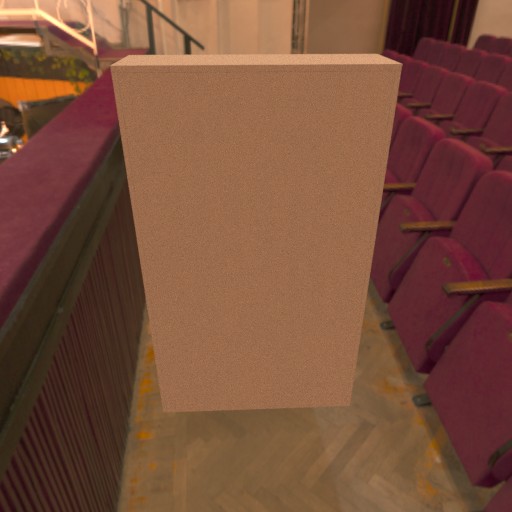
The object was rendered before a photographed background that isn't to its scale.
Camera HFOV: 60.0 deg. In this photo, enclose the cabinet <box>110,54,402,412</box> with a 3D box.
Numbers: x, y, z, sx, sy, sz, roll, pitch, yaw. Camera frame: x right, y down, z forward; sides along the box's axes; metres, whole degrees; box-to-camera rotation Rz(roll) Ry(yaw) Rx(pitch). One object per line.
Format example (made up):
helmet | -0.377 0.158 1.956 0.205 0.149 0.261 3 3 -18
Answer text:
cabinet | 0.000 0.000 1.565 0.750 1.280 0.250 -1 30 -2
